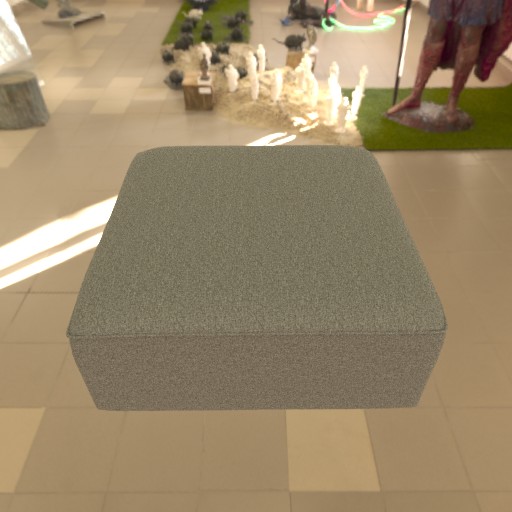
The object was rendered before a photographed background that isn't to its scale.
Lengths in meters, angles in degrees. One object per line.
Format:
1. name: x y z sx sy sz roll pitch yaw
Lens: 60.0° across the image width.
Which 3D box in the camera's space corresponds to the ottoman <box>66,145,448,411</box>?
1. ottoman: 0.000 0.000 1.621 1.015 0.464 1.005 0 41 -1
